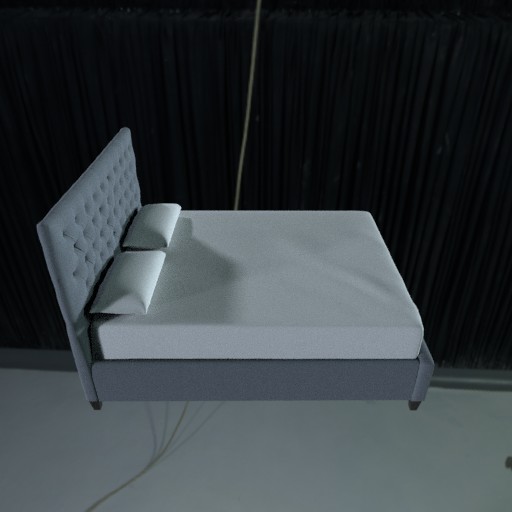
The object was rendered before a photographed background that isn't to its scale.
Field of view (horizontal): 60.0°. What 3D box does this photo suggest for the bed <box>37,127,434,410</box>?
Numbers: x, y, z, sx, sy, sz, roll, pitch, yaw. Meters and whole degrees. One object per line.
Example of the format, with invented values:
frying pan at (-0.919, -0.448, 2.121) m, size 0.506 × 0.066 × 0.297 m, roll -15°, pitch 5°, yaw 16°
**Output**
bed at (0.000, 0.000, 3.286) m, size 2.231 × 1.427 × 1.698 m, roll 0°, pitch 33°, yaw 0°
